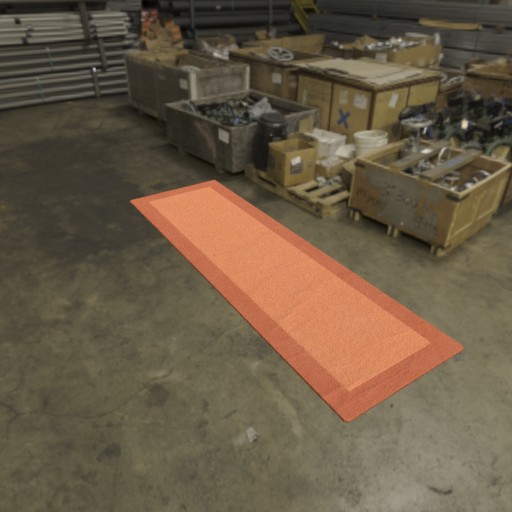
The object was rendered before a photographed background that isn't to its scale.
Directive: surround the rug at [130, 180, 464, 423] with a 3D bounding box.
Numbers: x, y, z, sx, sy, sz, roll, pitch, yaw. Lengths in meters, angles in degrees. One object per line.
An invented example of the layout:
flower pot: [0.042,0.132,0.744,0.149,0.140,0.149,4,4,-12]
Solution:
rug: [0.000,0.000,2.760,0.914,0.013,2.471,-22,38,-31]
